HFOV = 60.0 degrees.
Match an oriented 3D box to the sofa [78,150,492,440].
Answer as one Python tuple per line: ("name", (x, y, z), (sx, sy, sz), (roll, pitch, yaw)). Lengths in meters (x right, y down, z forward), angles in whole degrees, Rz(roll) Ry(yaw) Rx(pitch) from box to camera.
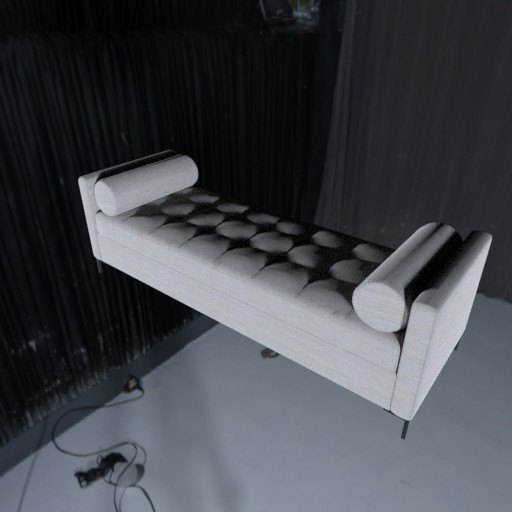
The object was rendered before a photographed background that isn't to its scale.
("sofa", (0.000, 0.000, 2.289), (1.981, 0.635, 0.686), (21, 36, 33))
